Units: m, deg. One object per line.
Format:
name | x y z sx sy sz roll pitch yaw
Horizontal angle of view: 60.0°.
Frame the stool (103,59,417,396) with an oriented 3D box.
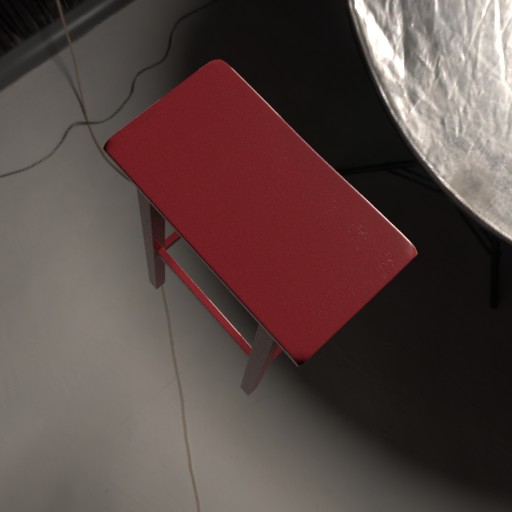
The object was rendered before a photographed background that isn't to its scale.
stool | 0.000 0.000 1.015 0.476 0.737 0.457 -41 80 -9
